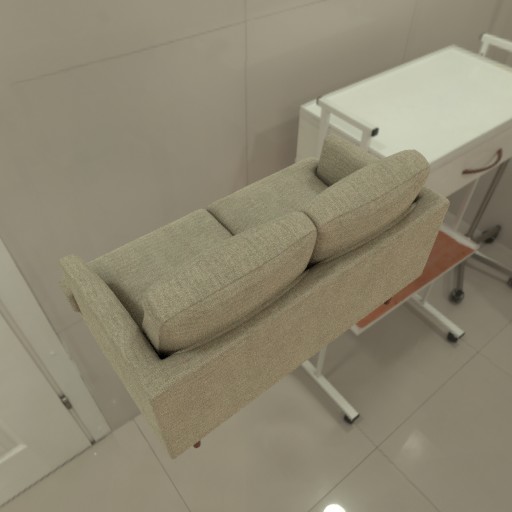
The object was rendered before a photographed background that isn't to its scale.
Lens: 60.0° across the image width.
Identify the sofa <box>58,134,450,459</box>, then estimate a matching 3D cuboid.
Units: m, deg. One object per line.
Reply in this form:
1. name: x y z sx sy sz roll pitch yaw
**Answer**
1. sofa: 0.000 0.000 2.076 1.582 0.944 0.903 -30 53 -26
